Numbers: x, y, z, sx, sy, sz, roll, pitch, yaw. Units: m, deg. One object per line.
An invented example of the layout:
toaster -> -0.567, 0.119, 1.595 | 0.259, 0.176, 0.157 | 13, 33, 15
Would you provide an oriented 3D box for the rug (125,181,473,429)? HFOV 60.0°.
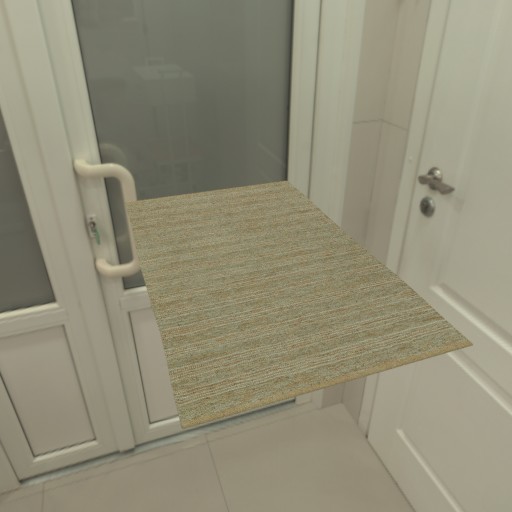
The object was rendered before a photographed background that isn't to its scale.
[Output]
rug -> 0.000, 0.000, 3.062 | 1.540, 0.012, 2.448 | -10, 32, -17
